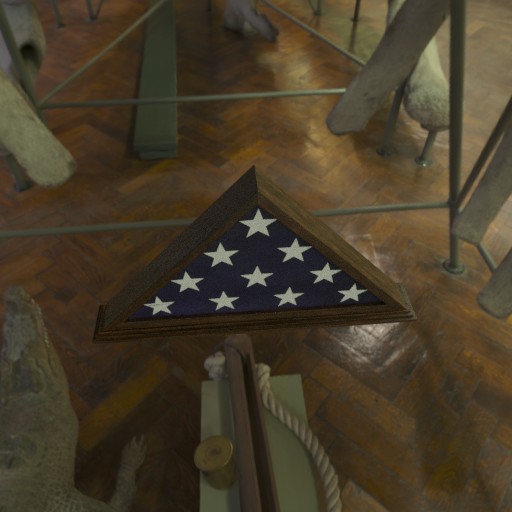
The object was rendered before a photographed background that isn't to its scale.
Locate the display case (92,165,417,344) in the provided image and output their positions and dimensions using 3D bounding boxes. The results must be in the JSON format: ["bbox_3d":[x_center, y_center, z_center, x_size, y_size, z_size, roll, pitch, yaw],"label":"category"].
[{"bbox_3d":[0.000,0.000,0.781,0.640,0.340,0.095,-3,47,-3],"label":"display case"}]
